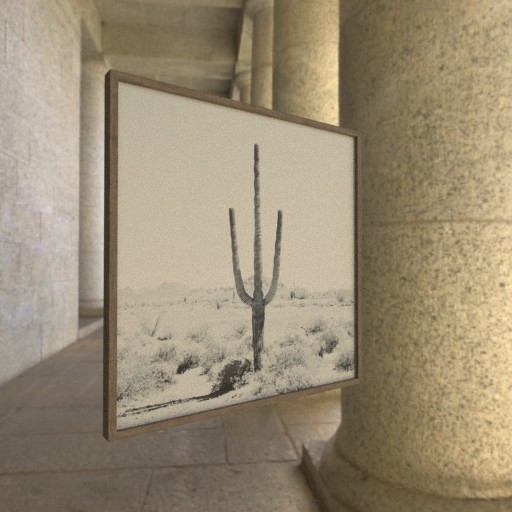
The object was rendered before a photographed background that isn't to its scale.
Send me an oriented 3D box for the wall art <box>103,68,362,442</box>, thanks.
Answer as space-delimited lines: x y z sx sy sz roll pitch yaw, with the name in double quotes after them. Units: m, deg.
0.000 0.000 1.141 0.762 0.762 0.038 1 -1 -36 "wall art"
